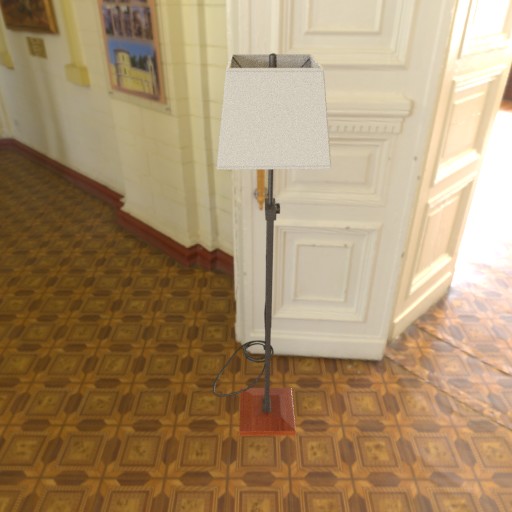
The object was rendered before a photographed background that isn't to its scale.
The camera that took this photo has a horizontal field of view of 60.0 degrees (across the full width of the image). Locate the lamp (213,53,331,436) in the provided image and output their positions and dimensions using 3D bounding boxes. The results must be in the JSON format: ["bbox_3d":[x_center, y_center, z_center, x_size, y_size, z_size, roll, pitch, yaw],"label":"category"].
[{"bbox_3d":[0.000,0.000,1.997,0.472,1.712,0.745,0,32,0],"label":"lamp"}]
